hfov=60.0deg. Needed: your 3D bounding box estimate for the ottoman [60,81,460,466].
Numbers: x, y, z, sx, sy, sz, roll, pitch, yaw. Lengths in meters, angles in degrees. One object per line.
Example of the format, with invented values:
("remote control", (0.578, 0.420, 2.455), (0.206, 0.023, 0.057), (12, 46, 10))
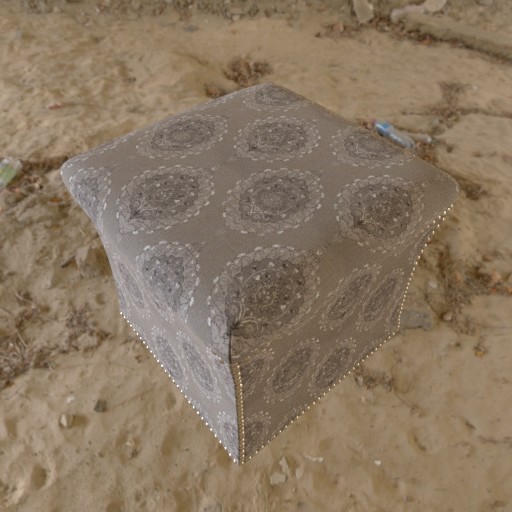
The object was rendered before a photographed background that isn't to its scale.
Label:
("ottoman", (0.000, 0.000, 0.885), (0.507, 0.473, 0.497), (-31, 54, -26))
